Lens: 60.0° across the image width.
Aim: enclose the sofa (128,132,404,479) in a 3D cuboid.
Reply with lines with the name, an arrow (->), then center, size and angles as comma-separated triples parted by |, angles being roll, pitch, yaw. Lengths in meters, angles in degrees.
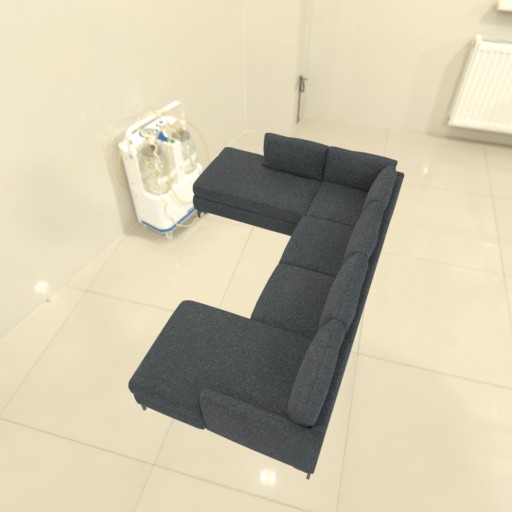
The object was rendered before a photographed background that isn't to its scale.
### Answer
sofa -> 0.000, 0.000, 3.871 | 2.007, 0.813, 2.956 | 16, 48, 15
